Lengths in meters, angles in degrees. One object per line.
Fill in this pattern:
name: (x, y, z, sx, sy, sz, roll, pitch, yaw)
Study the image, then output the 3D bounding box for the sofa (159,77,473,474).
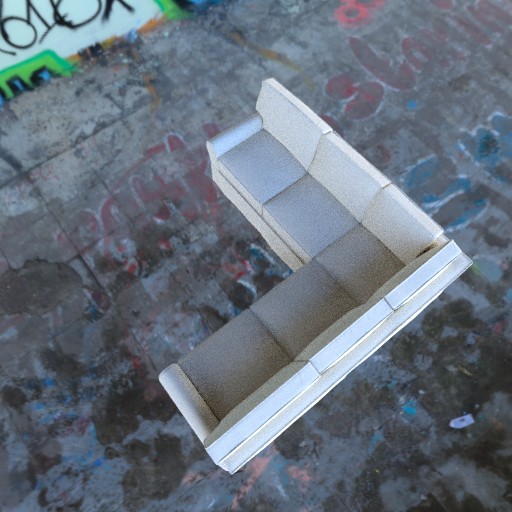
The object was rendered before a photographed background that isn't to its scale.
sofa: (0.000, 0.000, 4.044, 2.597, 1.070, 2.591, -36, 70, -15)
